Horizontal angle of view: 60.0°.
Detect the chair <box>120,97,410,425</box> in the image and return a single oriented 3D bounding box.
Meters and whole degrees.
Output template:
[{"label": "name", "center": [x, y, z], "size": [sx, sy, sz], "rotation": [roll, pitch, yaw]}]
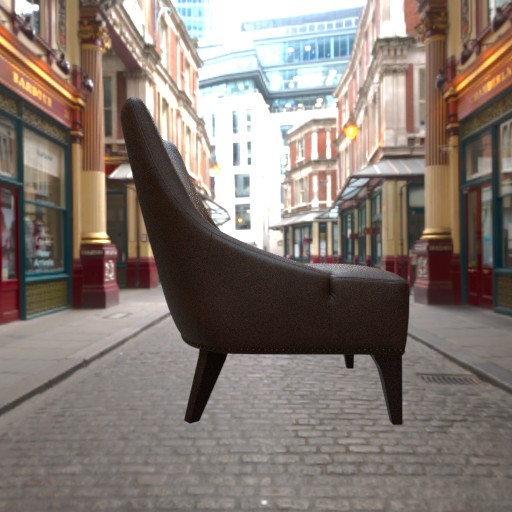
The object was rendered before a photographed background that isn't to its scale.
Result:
[{"label": "chair", "center": [0.000, 0.000, 1.512], "size": [0.861, 0.909, 0.701], "rotation": [0, -1, 0]}]
